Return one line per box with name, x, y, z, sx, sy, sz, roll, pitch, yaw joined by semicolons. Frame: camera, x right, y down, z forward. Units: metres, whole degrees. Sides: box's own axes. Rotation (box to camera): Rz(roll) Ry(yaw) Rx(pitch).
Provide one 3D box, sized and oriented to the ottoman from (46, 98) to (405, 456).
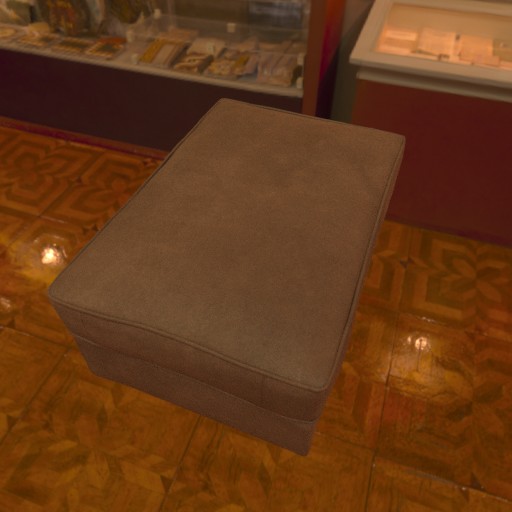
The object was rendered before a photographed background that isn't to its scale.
ottoman;0.000;0.000;1.200;0.596;0.481;0.860;16;49;14
